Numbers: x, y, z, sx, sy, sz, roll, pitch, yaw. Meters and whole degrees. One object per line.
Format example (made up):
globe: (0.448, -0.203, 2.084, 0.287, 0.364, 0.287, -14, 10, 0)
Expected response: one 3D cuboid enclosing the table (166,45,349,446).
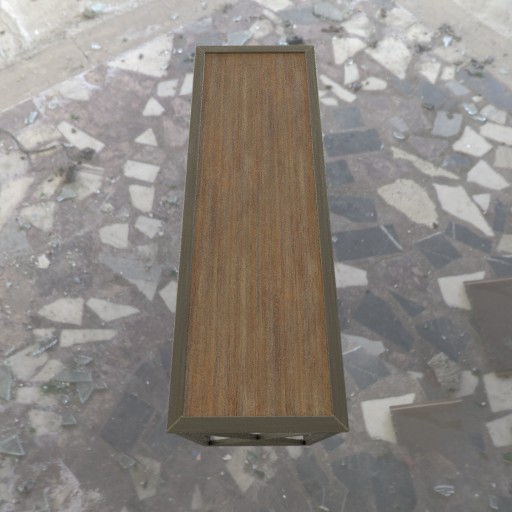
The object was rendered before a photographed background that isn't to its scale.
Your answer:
table: (0.000, 0.000, 1.571, 0.402, 0.753, 1.216, 0, 64, 0)
